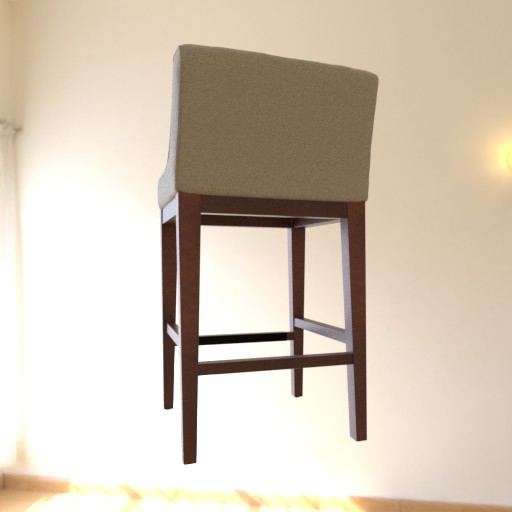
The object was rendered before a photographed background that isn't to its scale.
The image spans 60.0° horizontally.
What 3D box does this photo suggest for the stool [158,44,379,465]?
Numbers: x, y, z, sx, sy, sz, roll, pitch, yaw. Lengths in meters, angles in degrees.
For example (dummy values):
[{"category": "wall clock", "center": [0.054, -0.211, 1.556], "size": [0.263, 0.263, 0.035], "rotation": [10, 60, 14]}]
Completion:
[{"category": "stool", "center": [0.000, 0.000, 1.243], "size": [0.511, 0.937, 0.500], "rotation": [0, -2, -18]}]
